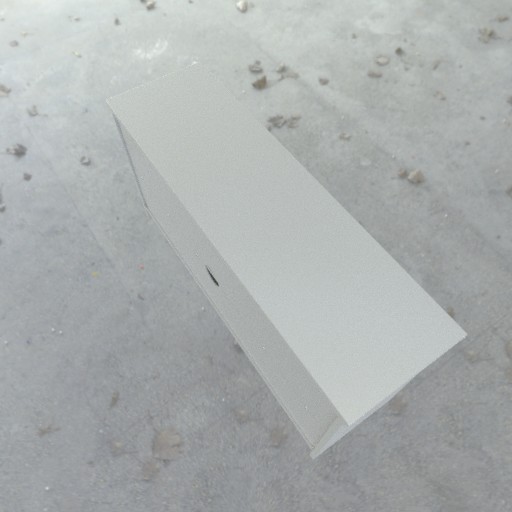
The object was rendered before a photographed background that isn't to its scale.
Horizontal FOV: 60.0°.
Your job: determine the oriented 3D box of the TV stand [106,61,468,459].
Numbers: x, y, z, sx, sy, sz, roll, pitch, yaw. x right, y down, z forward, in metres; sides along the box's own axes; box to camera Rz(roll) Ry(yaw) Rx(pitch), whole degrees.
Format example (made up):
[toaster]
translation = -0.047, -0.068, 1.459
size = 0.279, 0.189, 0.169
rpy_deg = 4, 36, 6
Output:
[TV stand]
translation = 0.000, 0.000, 1.439
size = 0.344, 0.603, 1.167
rpy_deg = -30, 63, -17
